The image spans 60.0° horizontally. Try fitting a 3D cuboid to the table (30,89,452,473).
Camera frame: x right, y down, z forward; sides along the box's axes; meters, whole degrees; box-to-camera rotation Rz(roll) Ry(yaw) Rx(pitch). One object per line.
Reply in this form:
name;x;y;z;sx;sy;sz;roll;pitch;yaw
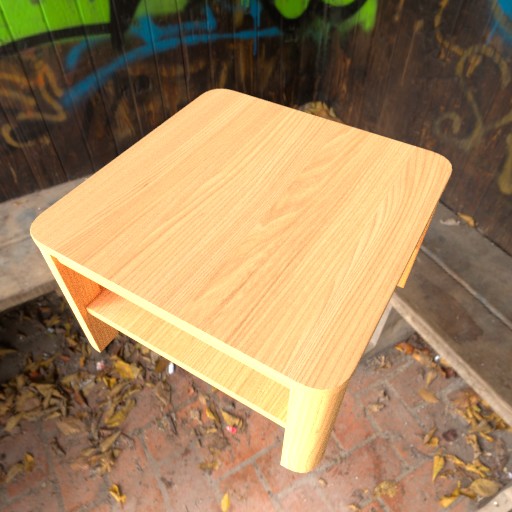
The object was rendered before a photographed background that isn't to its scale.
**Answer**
table;0.000;0.000;1.208;0.750;0.450;0.750;24;53;20
